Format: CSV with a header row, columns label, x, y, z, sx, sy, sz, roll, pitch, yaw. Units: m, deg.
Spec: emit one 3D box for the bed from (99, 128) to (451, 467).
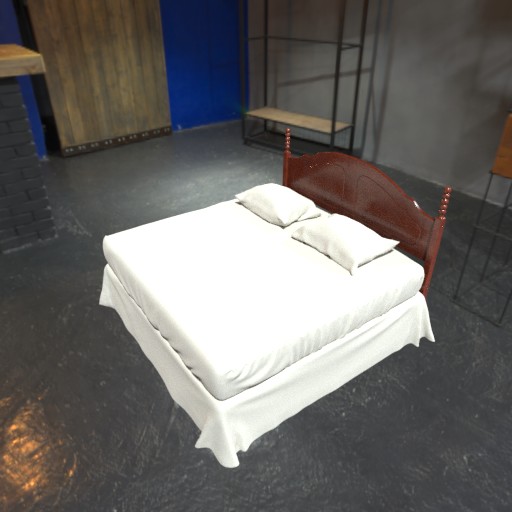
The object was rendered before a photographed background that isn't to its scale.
label,x,y,z,sx,sy,sz,roll,pitch,yaw
bed,0.000,0.000,3.714,2.219,1.355,2.322,-21,38,-30
